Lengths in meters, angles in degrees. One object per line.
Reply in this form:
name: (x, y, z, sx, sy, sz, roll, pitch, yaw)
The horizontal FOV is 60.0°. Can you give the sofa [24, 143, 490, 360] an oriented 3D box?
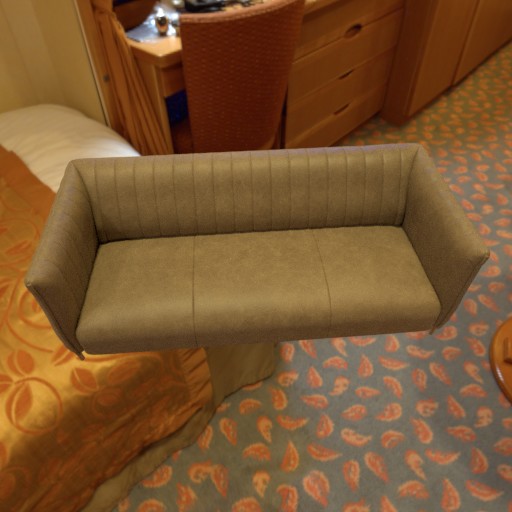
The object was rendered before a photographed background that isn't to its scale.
sofa: (0.000, 0.000, 2.356, 1.980, 0.779, 0.876, -4, 46, -3)
